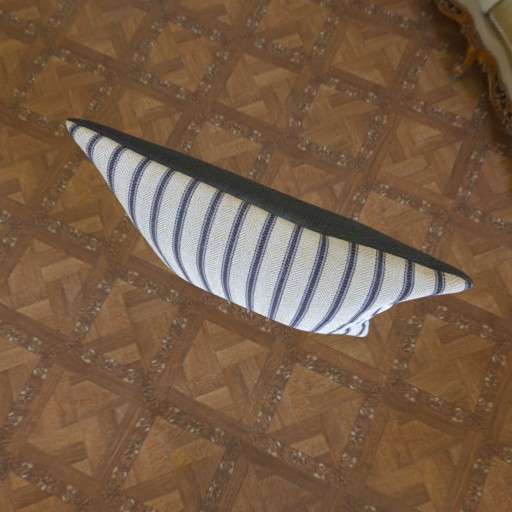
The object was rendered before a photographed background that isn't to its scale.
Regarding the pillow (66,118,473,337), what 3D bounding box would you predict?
[{"bbox_3d":[0.000,0.000,0.669,0.468,0.444,0.138,23,75,6],"label":"pillow"}]
